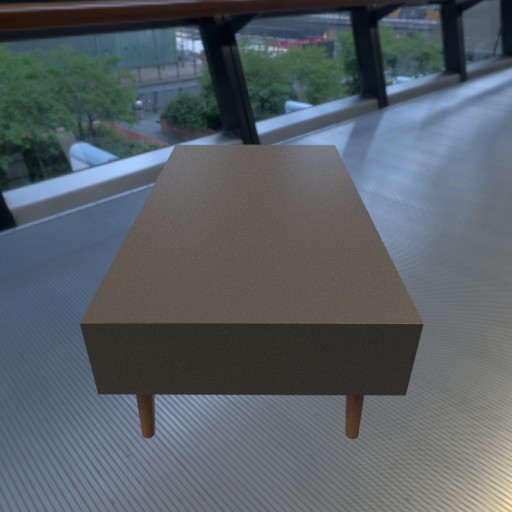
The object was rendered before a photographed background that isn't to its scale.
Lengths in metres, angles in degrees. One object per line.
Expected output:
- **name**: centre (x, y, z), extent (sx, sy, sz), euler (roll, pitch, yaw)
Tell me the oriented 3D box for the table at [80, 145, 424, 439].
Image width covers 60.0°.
- **table**: centre (0.000, 0.000, 1.505), extent (0.703, 0.404, 1.201), euler (0, 31, 0)
